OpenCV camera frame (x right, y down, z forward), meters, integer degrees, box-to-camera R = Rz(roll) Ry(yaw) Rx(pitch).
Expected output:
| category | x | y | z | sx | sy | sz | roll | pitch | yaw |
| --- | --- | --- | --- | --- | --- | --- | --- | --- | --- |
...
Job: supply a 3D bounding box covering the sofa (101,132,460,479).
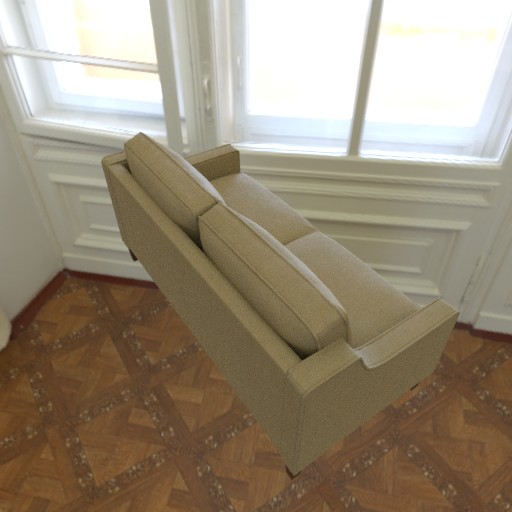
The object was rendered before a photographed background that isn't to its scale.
| category | x | y | z | sx | sy | sz | roll | pitch | yaw |
| --- | --- | --- | --- | --- | --- | --- | --- | --- | --- |
| sofa | 0.000 | 0.000 | 2.790 | 1.066 | 1.071 | 2.178 | -24 | 47 | -25 |
